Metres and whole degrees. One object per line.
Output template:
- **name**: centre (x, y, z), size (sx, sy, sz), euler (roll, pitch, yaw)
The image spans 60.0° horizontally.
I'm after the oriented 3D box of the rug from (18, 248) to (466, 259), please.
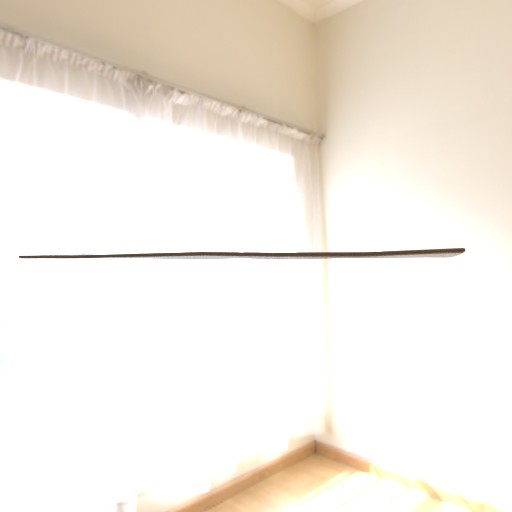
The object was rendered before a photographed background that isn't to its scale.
- **rug**: centre (0.000, 0.000, 2.280), size (1.829, 0.034, 1.252), euler (0, -1, 19)
